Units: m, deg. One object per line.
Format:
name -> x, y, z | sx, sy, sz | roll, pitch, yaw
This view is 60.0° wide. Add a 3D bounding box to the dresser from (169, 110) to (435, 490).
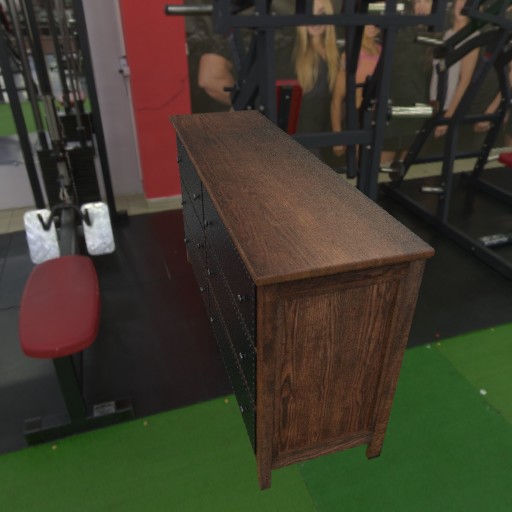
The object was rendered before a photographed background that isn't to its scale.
dresser -> 0.000, 0.000, 1.894 | 0.463, 0.856, 1.551 | -9, 32, -14
